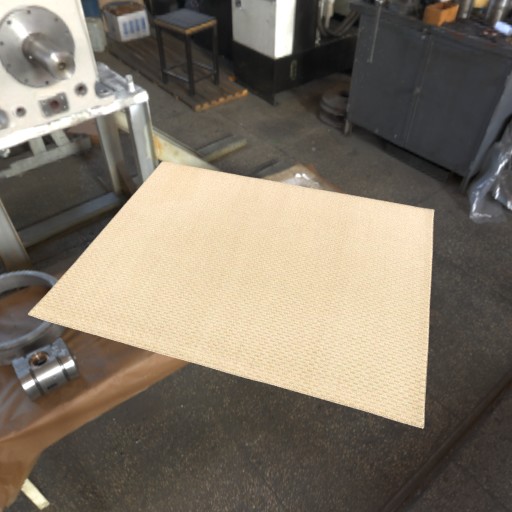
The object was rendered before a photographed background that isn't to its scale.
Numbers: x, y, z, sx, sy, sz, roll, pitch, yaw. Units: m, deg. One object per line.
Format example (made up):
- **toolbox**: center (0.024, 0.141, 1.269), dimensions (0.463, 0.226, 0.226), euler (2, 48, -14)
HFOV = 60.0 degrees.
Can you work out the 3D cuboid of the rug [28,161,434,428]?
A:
- **rug**: center (0.000, 0.000, 3.814), dimensions (2.897, 0.035, 2.277), euler (12, 45, 13)
